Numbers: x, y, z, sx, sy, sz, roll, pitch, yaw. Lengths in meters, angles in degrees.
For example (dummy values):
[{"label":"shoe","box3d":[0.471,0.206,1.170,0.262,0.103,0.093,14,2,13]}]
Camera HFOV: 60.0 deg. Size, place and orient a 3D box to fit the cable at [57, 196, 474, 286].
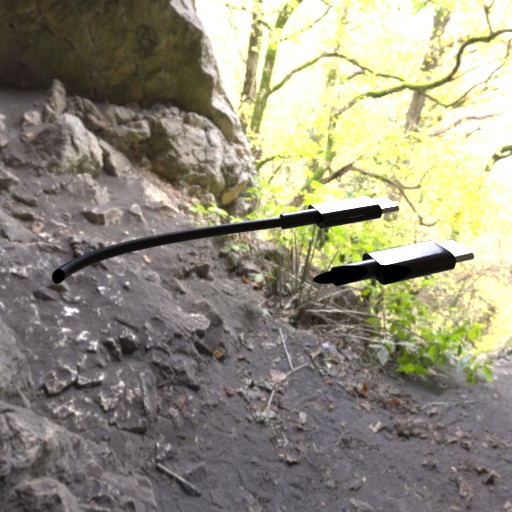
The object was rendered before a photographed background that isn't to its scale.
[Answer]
[{"label":"cable","box3d":[0.000,0.000,0.108,0.098,0.005,0.041,-11,32,-17]}]
